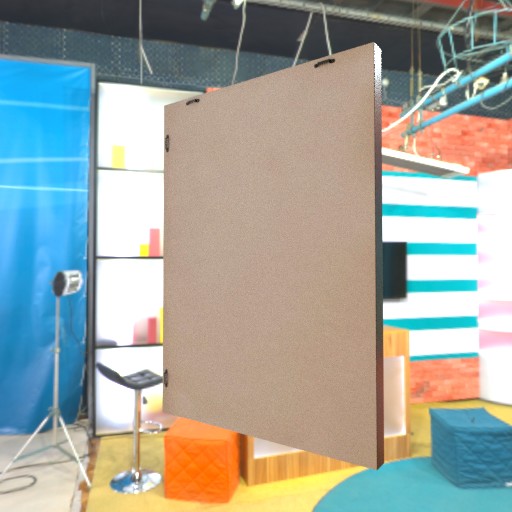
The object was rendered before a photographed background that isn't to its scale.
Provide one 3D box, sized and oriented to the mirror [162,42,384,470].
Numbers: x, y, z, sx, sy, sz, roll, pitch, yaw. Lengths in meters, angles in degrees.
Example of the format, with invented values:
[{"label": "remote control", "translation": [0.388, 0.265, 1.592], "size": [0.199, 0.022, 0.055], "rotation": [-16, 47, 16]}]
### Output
[{"label": "mirror", "translation": [0.000, 0.000, 0.892], "size": [0.507, 0.710, 0.039], "rotation": [-1, -2, 35]}]
